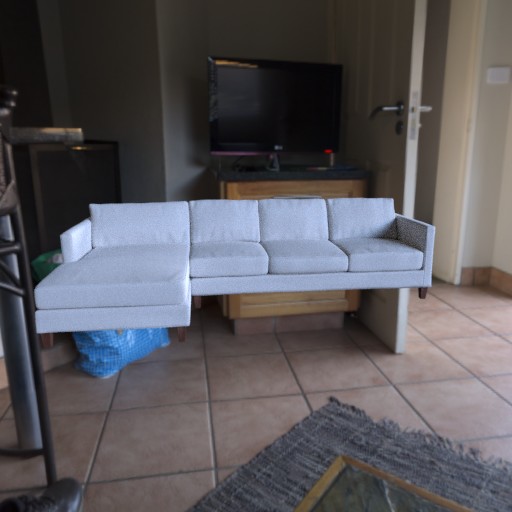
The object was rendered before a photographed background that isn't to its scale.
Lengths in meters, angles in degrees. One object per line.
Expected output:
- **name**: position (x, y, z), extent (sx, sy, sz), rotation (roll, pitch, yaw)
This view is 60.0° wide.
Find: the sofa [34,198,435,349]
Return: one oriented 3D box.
- **sofa**: position (0.000, 0.000, 3.873), extent (3.186, 0.861, 1.625), rotation (-2, 13, -7)
